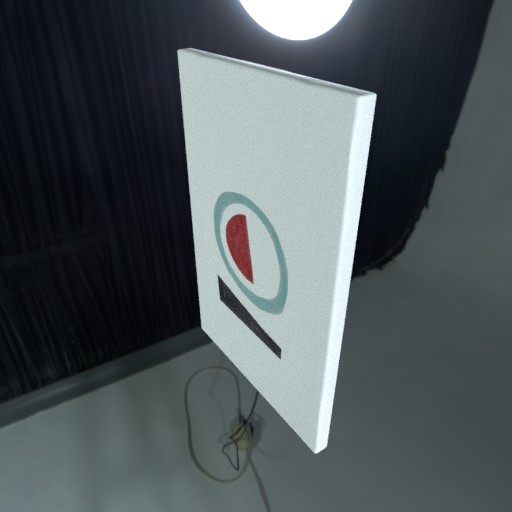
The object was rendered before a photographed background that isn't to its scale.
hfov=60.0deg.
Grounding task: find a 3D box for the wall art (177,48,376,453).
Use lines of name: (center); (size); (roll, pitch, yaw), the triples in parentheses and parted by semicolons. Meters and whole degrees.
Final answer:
wall art: (0.000, 0.000, 1.130); (0.048, 0.902, 0.602); (-21, 38, -29)
